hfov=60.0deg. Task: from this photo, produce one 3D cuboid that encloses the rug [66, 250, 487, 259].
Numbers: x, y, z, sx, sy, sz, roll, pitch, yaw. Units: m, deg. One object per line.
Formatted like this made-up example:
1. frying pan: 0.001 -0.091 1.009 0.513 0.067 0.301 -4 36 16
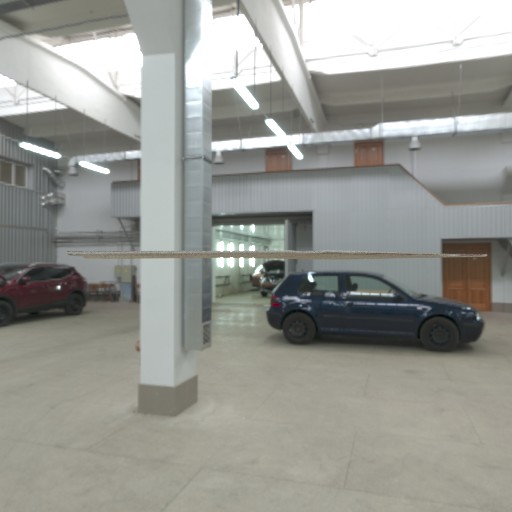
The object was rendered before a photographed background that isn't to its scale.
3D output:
1. rug: 0.000 0.000 4.269 3.202 0.045 2.434 0 -1 -18
